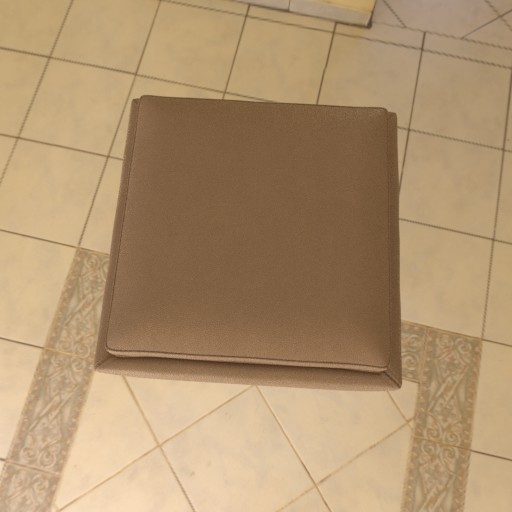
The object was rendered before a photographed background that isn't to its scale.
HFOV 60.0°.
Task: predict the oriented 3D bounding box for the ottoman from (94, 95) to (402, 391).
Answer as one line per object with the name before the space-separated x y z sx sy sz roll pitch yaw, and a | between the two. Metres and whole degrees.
ottoman | 0.000 0.000 0.818 0.450 0.460 0.451 3 76 1
